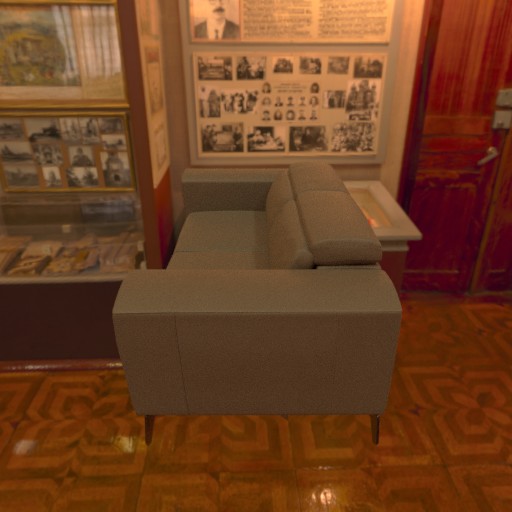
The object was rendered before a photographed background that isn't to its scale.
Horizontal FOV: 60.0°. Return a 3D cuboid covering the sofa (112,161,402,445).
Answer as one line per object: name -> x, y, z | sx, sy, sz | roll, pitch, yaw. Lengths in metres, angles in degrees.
sofa -> 0.000, 0.000, 2.417 | 1.003, 0.779, 1.895 | 0, 25, 0
